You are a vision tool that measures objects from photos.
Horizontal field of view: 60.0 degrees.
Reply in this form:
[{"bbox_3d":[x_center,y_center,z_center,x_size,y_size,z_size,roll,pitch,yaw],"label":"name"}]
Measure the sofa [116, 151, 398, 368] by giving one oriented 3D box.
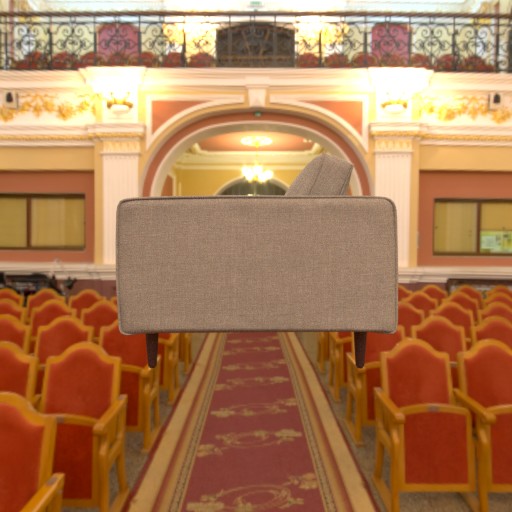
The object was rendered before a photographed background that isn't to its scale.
[{"bbox_3d":[0.000,0.000,2.321,0.914,0.762,1.879,0,1,0],"label":"sofa"}]
